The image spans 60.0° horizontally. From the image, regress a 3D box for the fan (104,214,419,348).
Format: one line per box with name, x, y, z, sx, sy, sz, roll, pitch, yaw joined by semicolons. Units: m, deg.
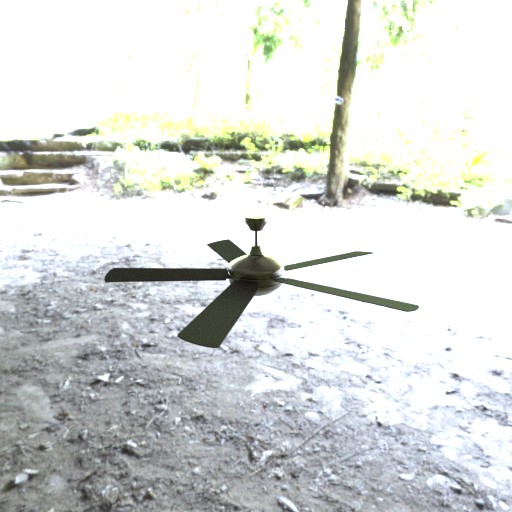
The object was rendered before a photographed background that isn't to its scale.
fan;0.000;0.000;1.959;1.321;0.356;1.321;-3;16;-9
